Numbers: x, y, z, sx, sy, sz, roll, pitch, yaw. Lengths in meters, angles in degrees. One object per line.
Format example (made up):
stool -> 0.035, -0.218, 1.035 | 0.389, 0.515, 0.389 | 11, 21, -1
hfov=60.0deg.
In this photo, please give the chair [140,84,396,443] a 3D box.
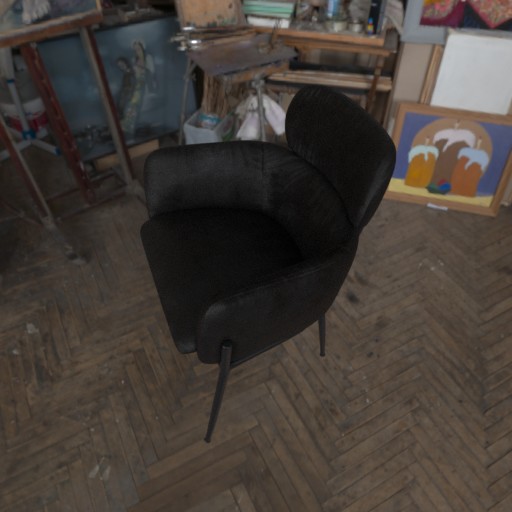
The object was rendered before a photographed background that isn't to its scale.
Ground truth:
chair -> 0.000, 0.000, 1.311 | 0.604, 0.818, 0.640 | -16, 49, -15
